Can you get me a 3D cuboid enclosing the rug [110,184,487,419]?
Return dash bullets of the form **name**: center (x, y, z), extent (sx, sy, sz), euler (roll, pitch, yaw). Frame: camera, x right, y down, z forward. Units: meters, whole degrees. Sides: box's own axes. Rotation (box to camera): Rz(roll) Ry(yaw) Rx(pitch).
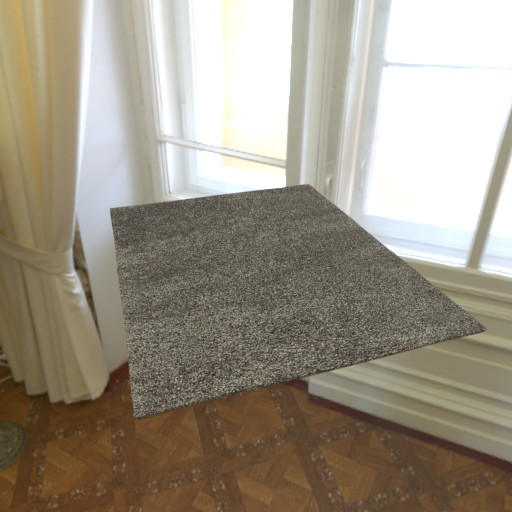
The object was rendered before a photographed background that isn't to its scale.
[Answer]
- **rug**: center (0.000, 0.000, 3.988), extent (2.401, 0.025, 3.000), euler (-9, 31, -16)
